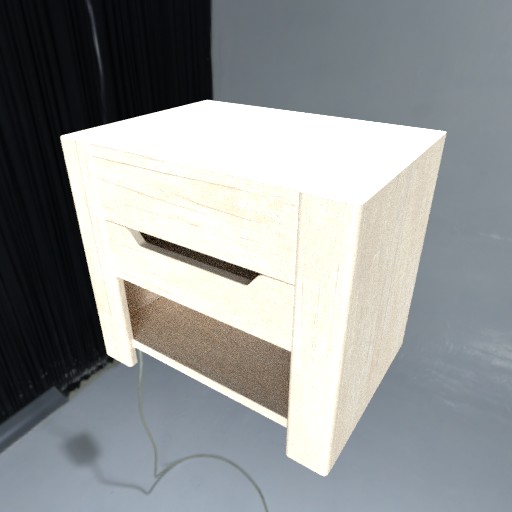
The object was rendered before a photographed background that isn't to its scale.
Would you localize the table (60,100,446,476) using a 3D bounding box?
[{"bbox_3d":[0.000,0.000,0.931,0.570,0.510,0.420,18,34,29],"label":"table"}]
